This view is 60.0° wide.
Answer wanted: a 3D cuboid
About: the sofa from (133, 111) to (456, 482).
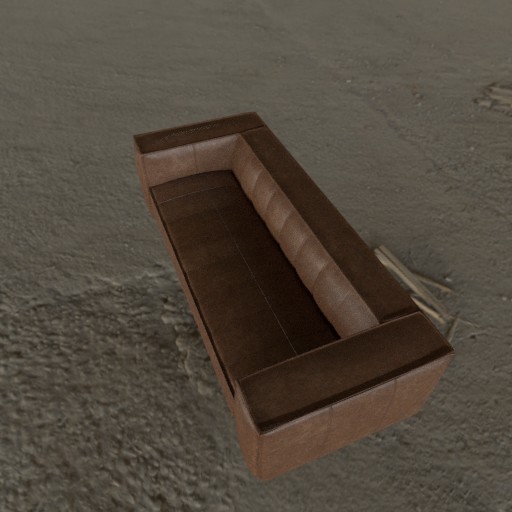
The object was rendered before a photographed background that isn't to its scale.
[{"bbox_3d":[0.000,0.000,3.030,1.102,0.701,2.581,-17,48,-15],"label":"sofa"}]
